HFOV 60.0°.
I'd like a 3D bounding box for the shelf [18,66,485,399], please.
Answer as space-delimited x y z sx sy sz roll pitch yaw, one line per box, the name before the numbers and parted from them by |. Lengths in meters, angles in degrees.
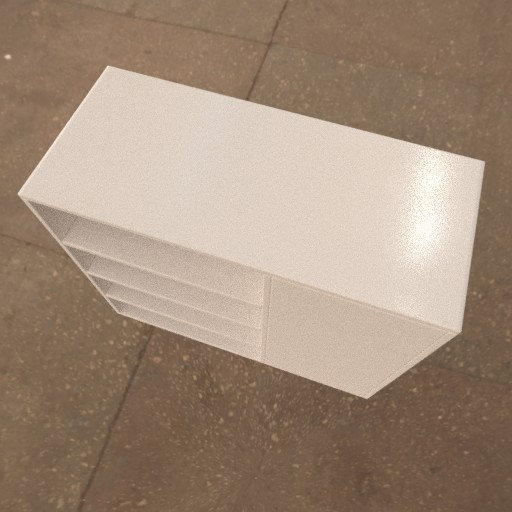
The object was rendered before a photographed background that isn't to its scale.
shelf | 0.000 0.000 1.249 0.895 0.732 0.396 17 65 8
